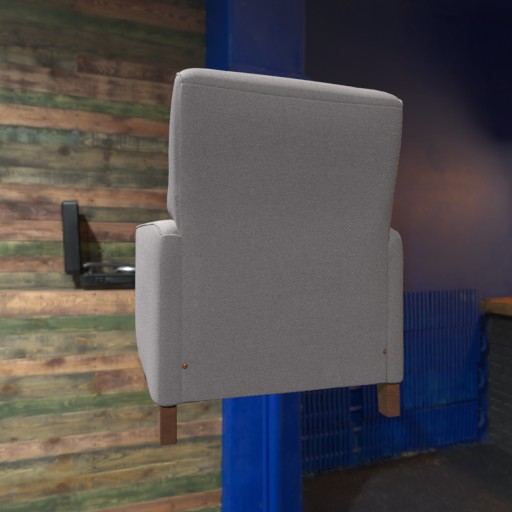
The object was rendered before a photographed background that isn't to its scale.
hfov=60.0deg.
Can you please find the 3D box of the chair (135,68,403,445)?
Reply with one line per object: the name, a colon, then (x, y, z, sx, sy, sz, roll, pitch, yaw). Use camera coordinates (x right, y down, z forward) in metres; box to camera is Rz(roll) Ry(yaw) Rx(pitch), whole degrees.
chair: (0.000, 0.000, 1.627, 0.845, 1.023, 0.859, 0, 0, -18)
